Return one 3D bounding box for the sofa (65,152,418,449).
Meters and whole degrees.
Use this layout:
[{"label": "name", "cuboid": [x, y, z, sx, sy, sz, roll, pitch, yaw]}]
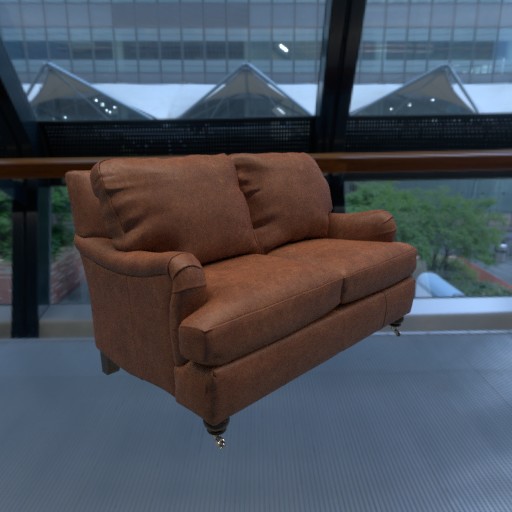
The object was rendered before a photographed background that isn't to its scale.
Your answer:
[{"label": "sofa", "cuboid": [0.000, 0.000, 2.236, 1.077, 1.004, 1.527, 14, 20, 43]}]
